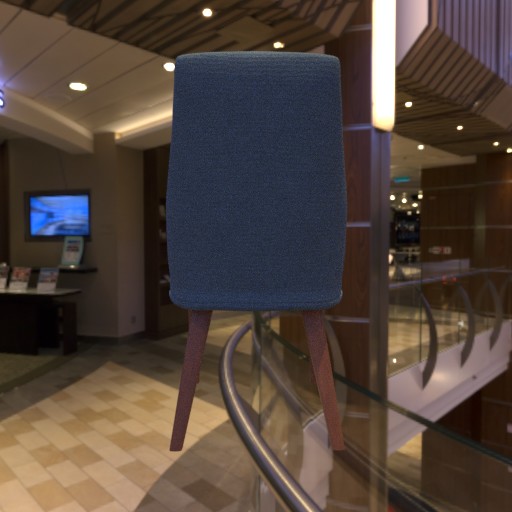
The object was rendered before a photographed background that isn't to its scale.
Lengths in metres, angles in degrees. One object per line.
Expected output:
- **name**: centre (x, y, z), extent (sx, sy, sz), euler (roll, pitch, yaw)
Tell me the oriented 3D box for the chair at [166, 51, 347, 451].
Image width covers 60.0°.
- **chair**: centre (0.000, 0.000, 1.272), extent (0.500, 0.930, 0.620), euler (0, 2, -1)
